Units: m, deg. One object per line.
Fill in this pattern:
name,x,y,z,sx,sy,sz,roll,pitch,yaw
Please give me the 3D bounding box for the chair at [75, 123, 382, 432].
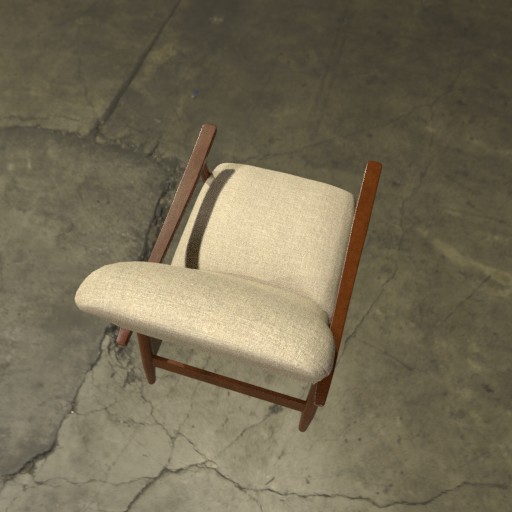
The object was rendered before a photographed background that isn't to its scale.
chair,0.000,0.000,1.683,0.762,1.082,1.014,15,63,8
